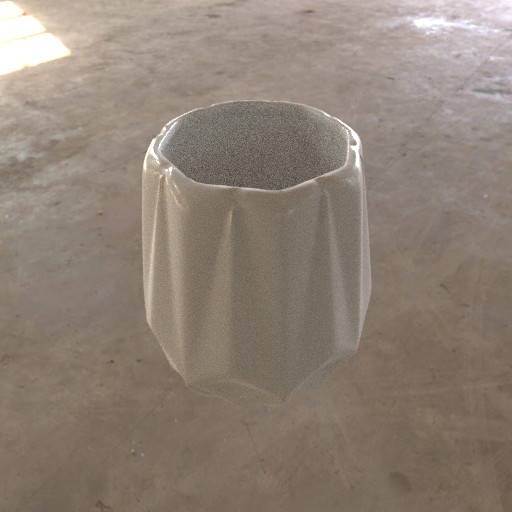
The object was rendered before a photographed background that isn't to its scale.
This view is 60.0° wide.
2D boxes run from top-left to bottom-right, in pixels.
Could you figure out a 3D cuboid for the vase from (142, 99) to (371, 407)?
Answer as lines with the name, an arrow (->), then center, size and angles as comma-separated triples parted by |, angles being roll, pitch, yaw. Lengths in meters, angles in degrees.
vase -> 0.000, 0.000, 0.264 | 0.141, 0.152, 0.141 | 0, 41, 0
